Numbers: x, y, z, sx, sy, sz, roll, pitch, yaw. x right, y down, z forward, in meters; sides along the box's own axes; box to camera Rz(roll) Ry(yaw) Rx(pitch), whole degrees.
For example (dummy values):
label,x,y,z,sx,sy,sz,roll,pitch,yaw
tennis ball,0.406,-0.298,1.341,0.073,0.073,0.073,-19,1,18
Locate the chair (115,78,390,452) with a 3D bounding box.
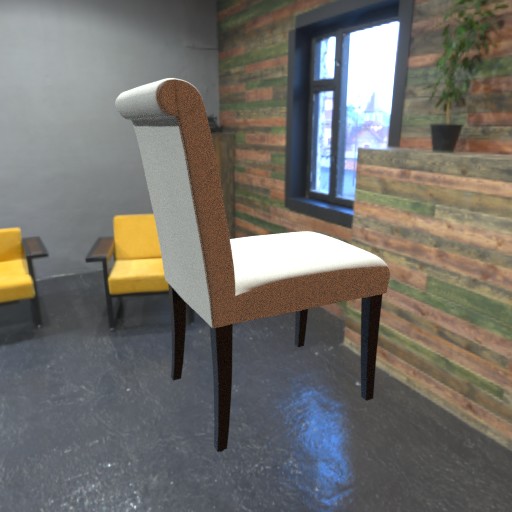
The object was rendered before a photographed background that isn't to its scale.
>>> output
label,x,y,z,sx,sy,sz,roll,pitch,yaw
chair,0.000,0.000,1.388,0.708,0.976,0.452,-8,18,-26
